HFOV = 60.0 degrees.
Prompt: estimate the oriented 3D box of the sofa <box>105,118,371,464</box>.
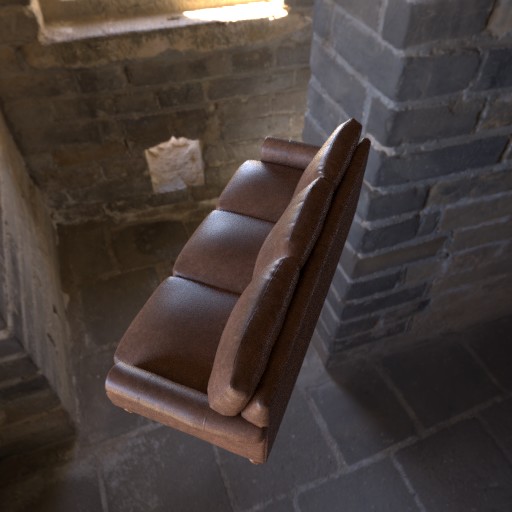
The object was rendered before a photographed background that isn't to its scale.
[{"bbox_3d":[0.000,0.000,2.887,0.973,0.977,2.351,16,50,14],"label":"sofa"}]
